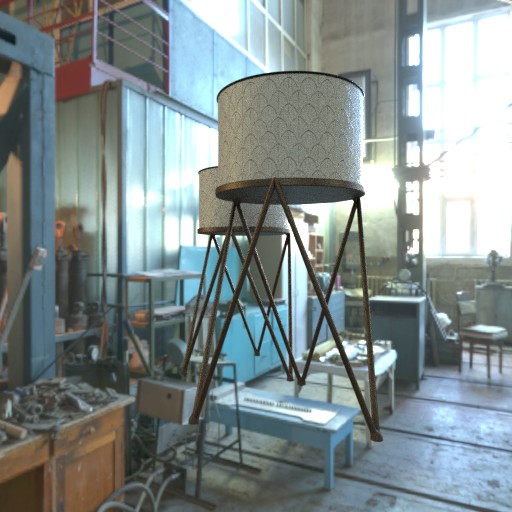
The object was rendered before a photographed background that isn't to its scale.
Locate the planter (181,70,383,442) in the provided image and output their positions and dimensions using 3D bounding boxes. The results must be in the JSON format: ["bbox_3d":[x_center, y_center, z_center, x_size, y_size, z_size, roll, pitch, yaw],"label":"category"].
[{"bbox_3d":[0.000,0.000,1.180,0.413,0.712,0.769,0,0,-17],"label":"planter"}]
